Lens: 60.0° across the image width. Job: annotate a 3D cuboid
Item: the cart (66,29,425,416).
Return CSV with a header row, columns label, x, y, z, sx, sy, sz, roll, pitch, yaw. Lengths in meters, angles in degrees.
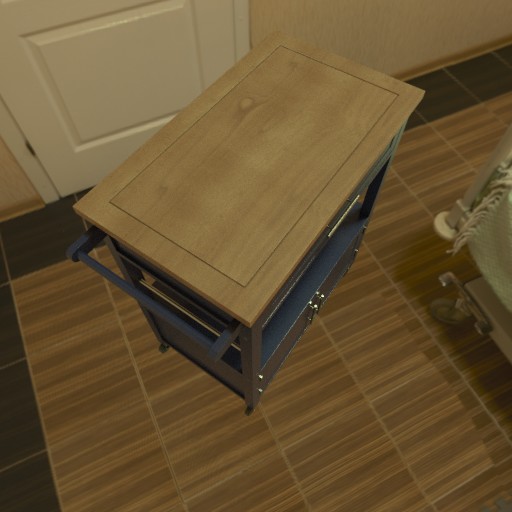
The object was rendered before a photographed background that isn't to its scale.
label,x,y,z,sx,sy,sz,roll,pitch,yaw
cart,0.000,0.000,1.391,0.459,0.901,0.840,31,64,17
